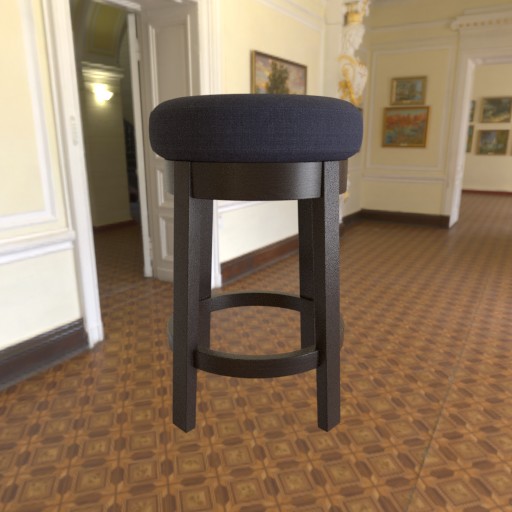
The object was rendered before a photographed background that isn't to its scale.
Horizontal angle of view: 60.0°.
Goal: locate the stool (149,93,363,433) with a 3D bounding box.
[{"bbox_3d":[0.000,0.000,0.978,0.449,0.655,0.449,0,15,0],"label":"stool"}]
